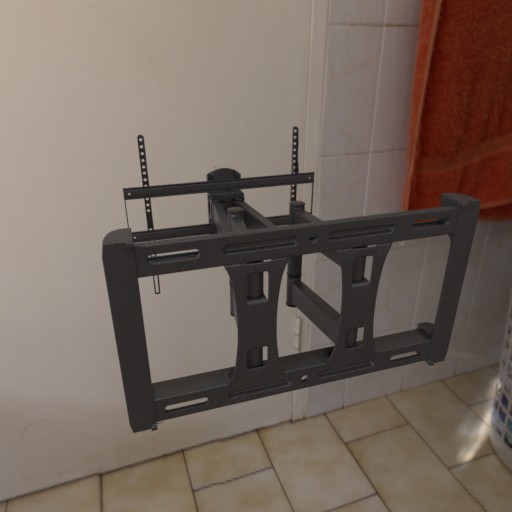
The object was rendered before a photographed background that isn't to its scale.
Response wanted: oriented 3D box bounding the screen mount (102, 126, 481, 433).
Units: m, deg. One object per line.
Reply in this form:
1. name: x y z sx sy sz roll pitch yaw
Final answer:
1. screen mount: 0.000 0.000 0.928 0.571 0.424 0.556 -8 27 -16
